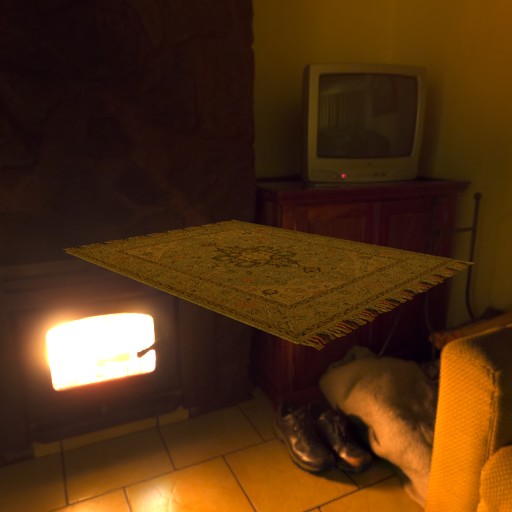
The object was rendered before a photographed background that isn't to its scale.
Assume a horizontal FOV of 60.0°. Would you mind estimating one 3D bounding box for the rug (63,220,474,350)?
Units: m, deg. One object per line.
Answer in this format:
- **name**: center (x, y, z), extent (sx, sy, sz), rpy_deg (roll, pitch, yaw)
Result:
- **rug**: center (0.000, 0.000, 3.498), extent (2.651, 0.010, 1.971), rpy_deg (14, 20, 42)
